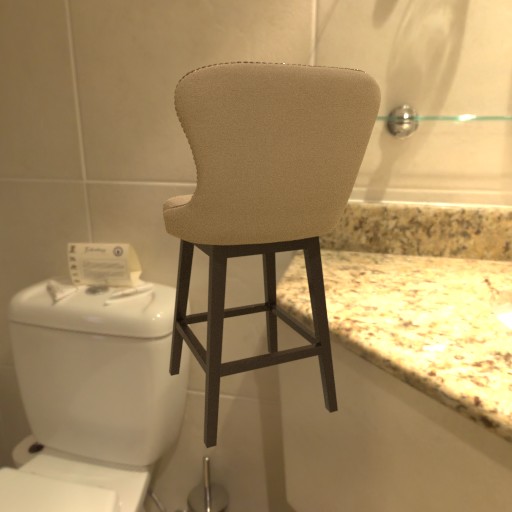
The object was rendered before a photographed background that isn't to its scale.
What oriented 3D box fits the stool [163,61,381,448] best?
[{"bbox_3d":[0.000,0.000,1.301,0.528,0.971,0.593,-7,16,-23],"label":"stool"}]
